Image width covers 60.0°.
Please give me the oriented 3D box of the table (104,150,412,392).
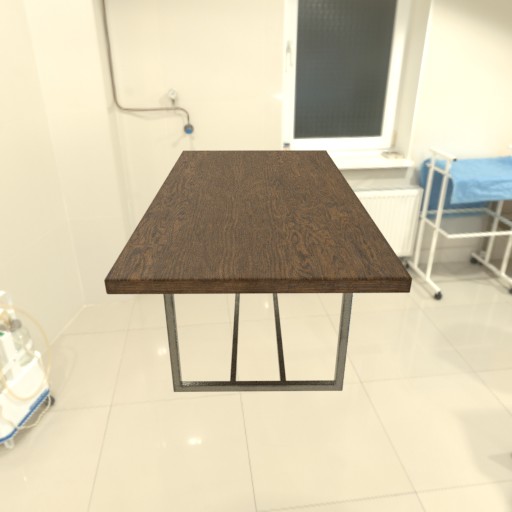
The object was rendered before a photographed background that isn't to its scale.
[{"bbox_3d":[0.000,0.000,2.611,1.078,0.795,1.989,0,26,-1],"label":"table"}]
